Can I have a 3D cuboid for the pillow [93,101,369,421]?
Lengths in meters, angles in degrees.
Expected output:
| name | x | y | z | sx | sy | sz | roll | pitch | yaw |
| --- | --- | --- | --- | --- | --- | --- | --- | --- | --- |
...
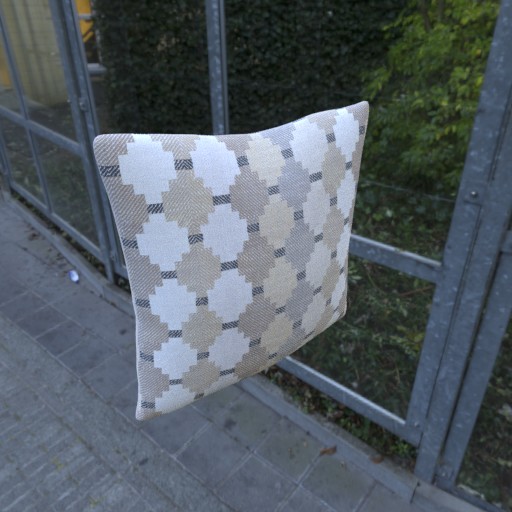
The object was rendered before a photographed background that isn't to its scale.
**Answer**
| name | x | y | z | sx | sy | sz | roll | pitch | yaw |
| --- | --- | --- | --- | --- | --- | --- | --- | --- | --- |
| pillow | 0.000 | 0.000 | 0.879 | 0.578 | 0.558 | 0.192 | -20 | 35 | -32 |
